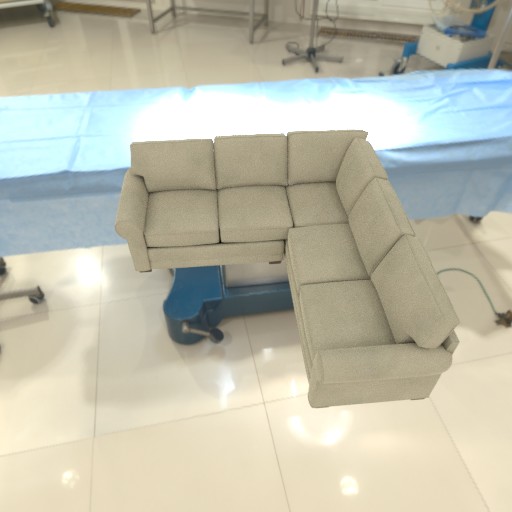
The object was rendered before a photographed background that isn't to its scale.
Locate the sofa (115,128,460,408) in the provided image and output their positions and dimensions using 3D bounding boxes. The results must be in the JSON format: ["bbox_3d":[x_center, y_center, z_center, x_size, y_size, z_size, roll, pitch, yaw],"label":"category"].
[{"bbox_3d":[0.000,0.000,3.853,2.487,1.053,2.562,-4,45,-4],"label":"sofa"}]
